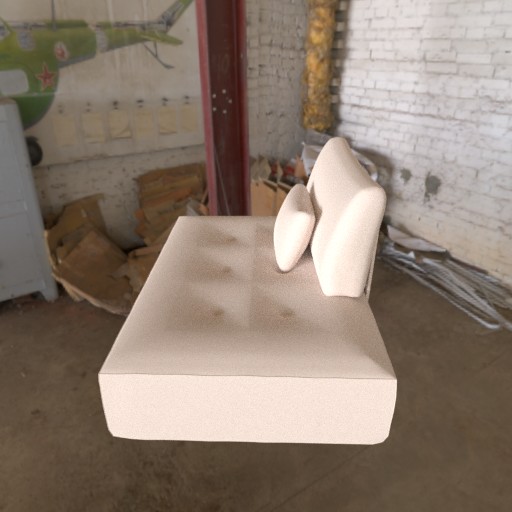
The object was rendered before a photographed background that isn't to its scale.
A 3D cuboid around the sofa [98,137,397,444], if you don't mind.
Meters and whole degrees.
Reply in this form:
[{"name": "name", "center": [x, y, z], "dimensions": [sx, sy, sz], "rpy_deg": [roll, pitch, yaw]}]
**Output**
[{"name": "sofa", "center": [0.000, 0.000, 2.045], "dimensions": [1.000, 0.820, 1.450], "rpy_deg": [1, 26, 1]}]
